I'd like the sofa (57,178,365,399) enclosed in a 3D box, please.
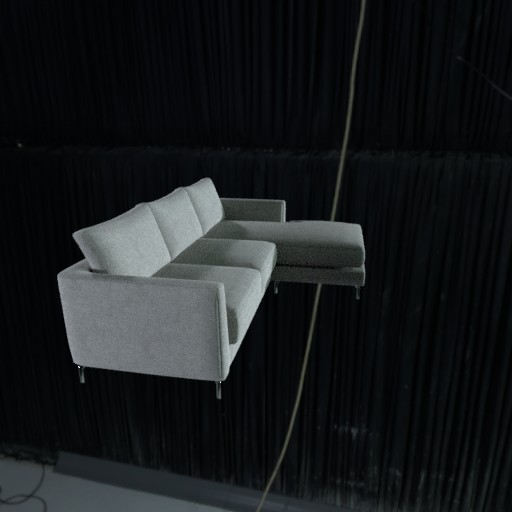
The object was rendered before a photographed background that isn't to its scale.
[{"bbox_3d":[0.000,0.000,3.251,1.626,0.864,2.438,3,17,10],"label":"sofa"}]
